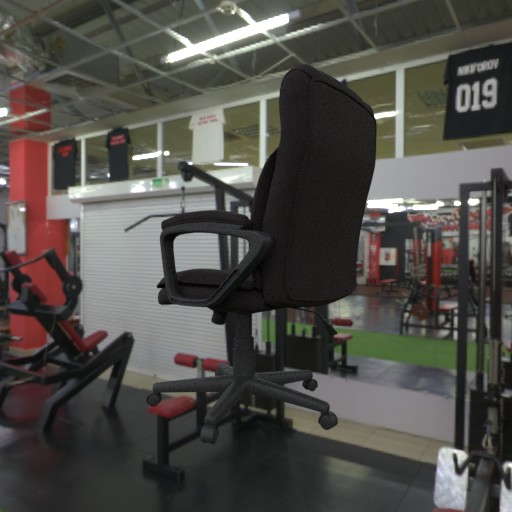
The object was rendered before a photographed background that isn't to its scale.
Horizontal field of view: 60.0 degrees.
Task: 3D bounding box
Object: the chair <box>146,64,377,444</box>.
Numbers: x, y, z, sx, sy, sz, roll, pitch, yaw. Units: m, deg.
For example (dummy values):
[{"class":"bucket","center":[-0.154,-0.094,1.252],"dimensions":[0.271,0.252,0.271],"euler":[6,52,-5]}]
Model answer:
[{"class":"chair","center":[0.000,0.000,1.587],"dimensions":[0.724,1.105,0.667],"euler":[1,1,36]}]
